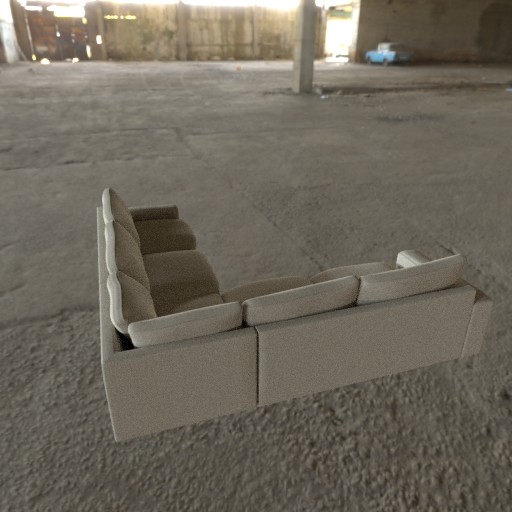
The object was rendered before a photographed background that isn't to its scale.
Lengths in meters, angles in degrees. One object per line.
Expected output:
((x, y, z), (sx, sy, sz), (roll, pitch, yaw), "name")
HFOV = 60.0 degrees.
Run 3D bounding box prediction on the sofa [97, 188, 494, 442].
((0.000, 0.000, 4.600), (3.066, 0.918, 3.206), (-8, 27, -16), "sofa")
